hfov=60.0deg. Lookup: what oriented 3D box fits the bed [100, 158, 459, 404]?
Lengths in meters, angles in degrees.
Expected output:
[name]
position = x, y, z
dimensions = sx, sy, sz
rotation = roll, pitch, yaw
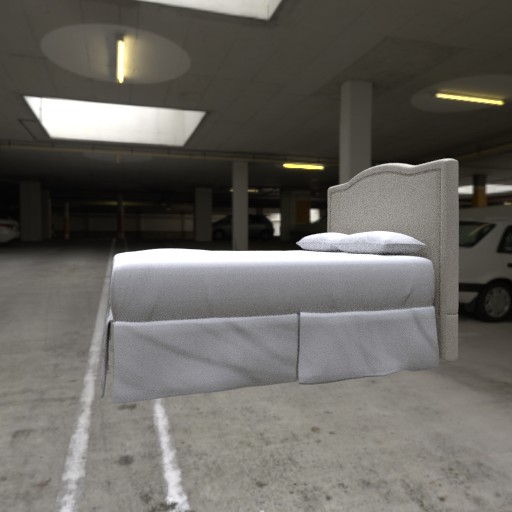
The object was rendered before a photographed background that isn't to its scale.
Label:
[bed]
position = 0.000, 0.000, 3.333
dimensions = 2.196, 1.449, 1.741
rotation = -1, 2, -17
